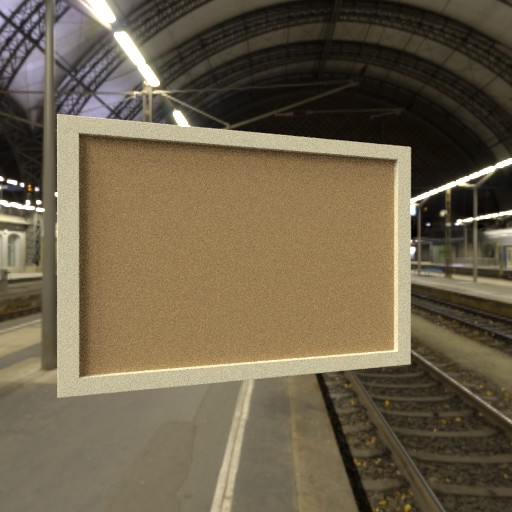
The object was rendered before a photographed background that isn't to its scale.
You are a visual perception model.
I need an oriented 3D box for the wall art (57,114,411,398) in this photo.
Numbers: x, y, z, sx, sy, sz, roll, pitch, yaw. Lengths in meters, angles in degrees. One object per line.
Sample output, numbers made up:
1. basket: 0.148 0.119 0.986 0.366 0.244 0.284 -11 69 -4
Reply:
1. wall art: 0.000 0.000 1.397 1.144 0.767 0.038 0 0 -19
